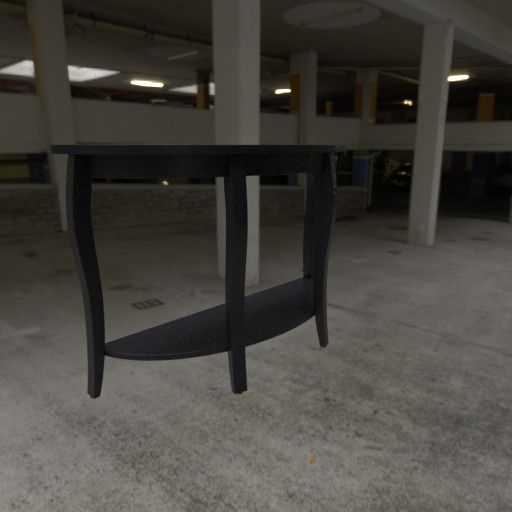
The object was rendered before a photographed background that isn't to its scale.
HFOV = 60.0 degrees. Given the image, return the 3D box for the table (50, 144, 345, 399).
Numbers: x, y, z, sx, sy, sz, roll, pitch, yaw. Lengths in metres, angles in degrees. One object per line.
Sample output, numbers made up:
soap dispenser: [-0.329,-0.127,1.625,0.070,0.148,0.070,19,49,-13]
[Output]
table: [0.000,0.000,1.603,0.394,0.780,1.219,13,19,42]
